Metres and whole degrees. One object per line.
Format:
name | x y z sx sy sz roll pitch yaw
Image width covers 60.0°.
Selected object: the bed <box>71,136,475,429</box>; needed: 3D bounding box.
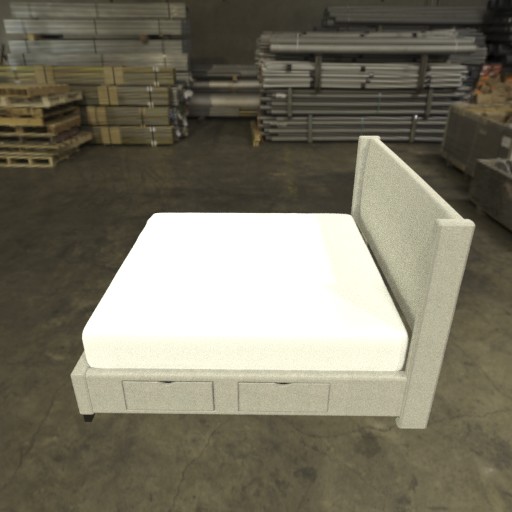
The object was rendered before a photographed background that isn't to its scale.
bed | 0.000 0.000 3.547 2.280 1.470 2.140 0 27 1
